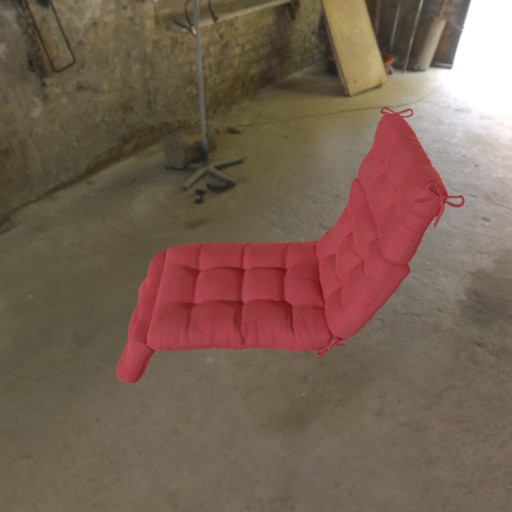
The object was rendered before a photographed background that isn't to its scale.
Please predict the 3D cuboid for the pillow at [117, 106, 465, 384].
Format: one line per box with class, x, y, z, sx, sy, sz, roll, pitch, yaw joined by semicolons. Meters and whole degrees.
pillow;0.000;0.000;1.516;1.016;0.863;0.526;0;41;0
